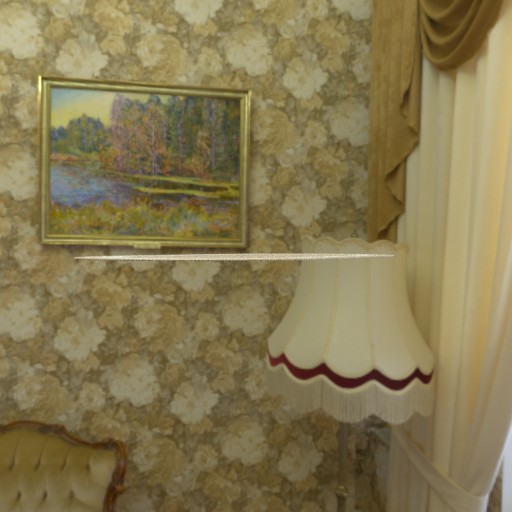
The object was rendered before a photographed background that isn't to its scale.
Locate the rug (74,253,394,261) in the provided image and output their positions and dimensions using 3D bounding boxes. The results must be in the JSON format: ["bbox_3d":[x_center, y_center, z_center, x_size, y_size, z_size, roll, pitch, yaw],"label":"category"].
[{"bbox_3d":[0.000,0.000,3.014,1.520,0.006,2.432,1,1,35],"label":"rug"}]
